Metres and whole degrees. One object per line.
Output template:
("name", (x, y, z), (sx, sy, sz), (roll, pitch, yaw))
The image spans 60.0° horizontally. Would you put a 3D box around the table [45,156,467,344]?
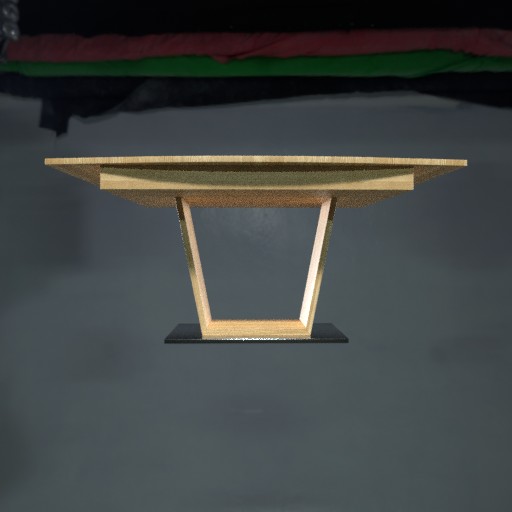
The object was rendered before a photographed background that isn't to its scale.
("table", (0.000, 0.000, 2.070), (1.598, 0.748, 0.900), (0, 1, -1))
